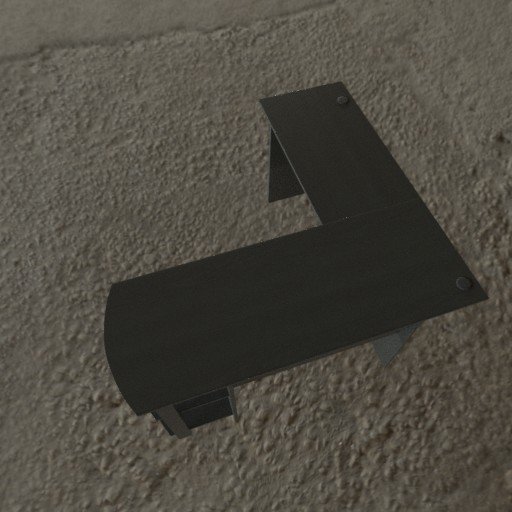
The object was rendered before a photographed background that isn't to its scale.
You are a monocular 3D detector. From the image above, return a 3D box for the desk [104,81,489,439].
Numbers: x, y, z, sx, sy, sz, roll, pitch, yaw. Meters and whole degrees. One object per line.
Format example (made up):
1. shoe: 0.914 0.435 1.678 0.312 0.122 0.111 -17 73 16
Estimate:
1. desk: 0.000 0.000 2.133 1.361 0.716 1.303 -16 60 -10
